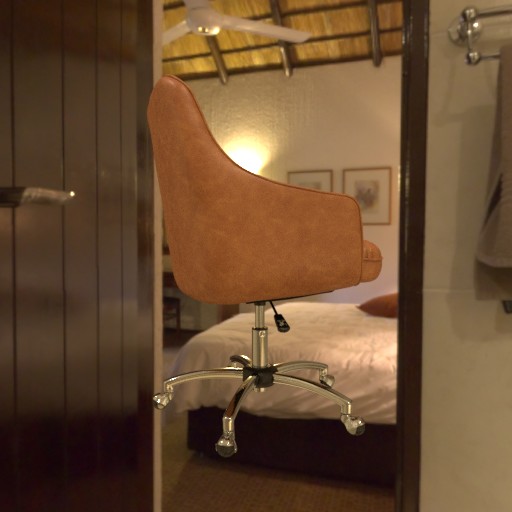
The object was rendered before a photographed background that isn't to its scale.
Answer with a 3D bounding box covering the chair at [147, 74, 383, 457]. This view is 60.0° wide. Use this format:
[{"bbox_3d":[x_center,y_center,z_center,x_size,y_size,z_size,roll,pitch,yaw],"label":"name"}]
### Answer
[{"bbox_3d":[0.000,0.000,1.323,0.615,0.909,0.628,-1,2,-19],"label":"chair"}]
